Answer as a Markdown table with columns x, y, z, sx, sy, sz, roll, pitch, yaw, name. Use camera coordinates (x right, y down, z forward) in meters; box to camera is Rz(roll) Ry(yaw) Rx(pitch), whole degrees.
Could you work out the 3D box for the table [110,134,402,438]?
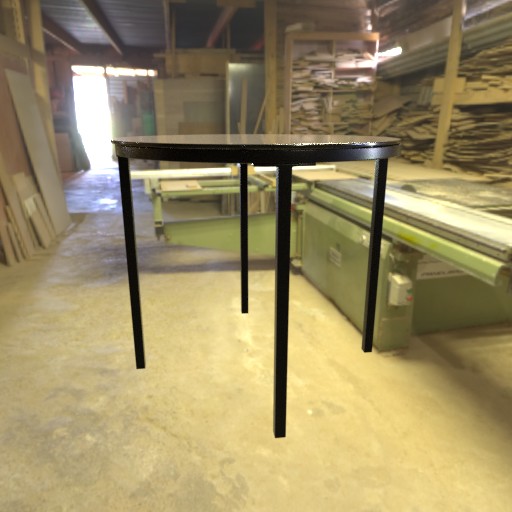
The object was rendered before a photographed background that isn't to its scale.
| x | y | z | sx | sy | sz | roll | pitch | yaw | name |
| --- | --- | --- | --- | --- | --- | --- | --- | --- | --- |
| 0.000 | 0.000 | 0.859 | 0.499 | 0.443 | 0.499 | 0 | 17 | 0 | table |
